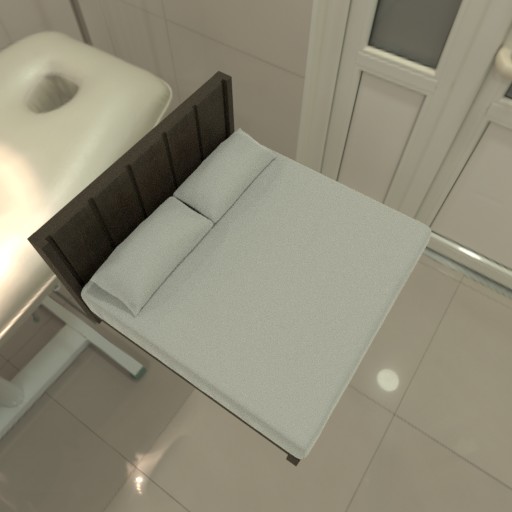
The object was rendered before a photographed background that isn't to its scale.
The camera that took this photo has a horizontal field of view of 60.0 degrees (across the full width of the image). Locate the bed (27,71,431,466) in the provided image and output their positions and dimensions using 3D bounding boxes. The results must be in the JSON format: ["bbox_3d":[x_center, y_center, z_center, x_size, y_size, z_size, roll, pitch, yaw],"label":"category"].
[{"bbox_3d":[0.000,0.000,3.615,2.238,1.261,2.143,30,63,17],"label":"bed"}]
